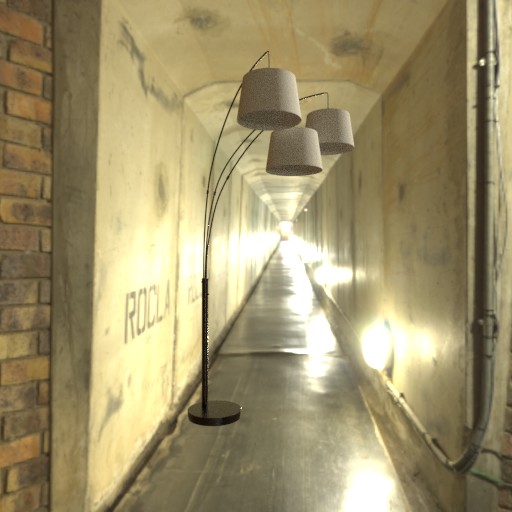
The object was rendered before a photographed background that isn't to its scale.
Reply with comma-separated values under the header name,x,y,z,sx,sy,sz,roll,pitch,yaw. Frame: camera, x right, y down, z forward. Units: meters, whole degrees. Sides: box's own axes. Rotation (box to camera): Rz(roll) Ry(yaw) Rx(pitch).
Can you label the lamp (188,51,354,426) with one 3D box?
name,x,y,z,sx,sy,sz,roll,pitch,yaw
lamp,0.000,0.000,2.542,0.924,1.950,0.951,0,-1,36
